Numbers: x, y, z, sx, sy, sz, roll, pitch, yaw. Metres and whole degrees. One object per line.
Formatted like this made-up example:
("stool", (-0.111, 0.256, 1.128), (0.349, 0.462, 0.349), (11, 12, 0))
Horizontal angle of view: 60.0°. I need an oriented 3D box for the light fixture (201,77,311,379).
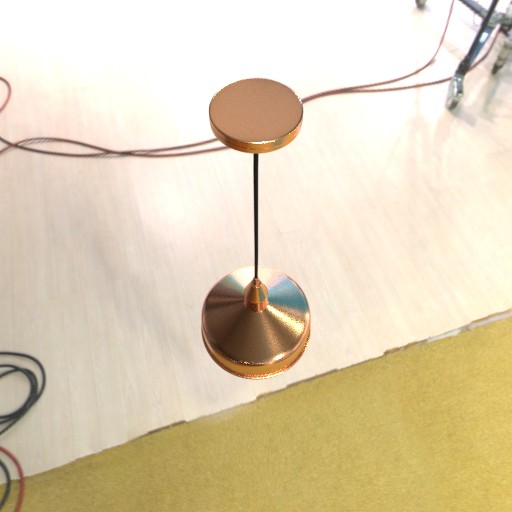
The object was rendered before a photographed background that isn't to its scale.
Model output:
("light fixture", (0.000, 0.000, 0.898), (0.301, 0.754, 0.301), (30, 64, 16))
